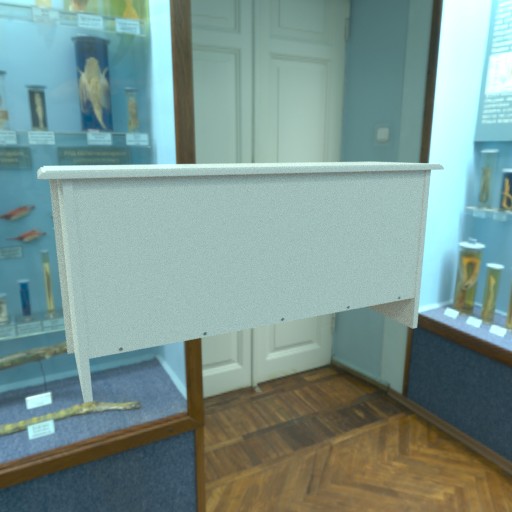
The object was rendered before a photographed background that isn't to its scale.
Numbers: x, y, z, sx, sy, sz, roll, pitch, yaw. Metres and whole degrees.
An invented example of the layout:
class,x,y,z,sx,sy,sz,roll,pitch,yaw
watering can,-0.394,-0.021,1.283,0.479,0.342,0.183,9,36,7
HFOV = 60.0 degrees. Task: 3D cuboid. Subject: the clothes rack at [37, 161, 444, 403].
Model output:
class,x,y,z,sx,sy,sz,roll,pitch,yaw
clothes rack,0.000,0.000,1.317,1.120,0.531,0.324,-6,15,-25
